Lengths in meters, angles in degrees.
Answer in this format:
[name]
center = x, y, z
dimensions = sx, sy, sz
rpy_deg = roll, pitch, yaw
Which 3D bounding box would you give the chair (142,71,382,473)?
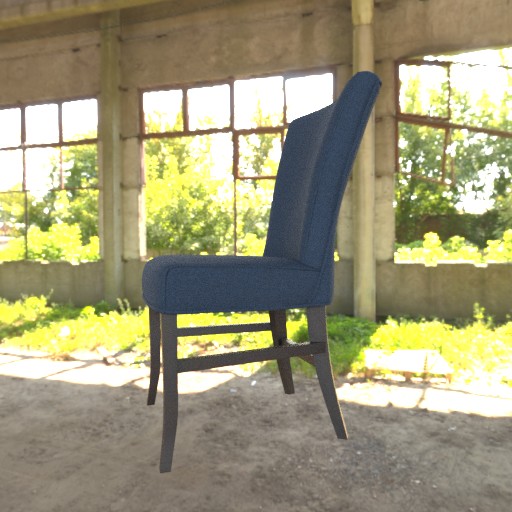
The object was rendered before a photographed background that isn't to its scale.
[chair]
center = 0.000, 0.000, 1.337
dimensions = 0.660, 0.991, 0.520
rpy_deg = 0, 1, -17
